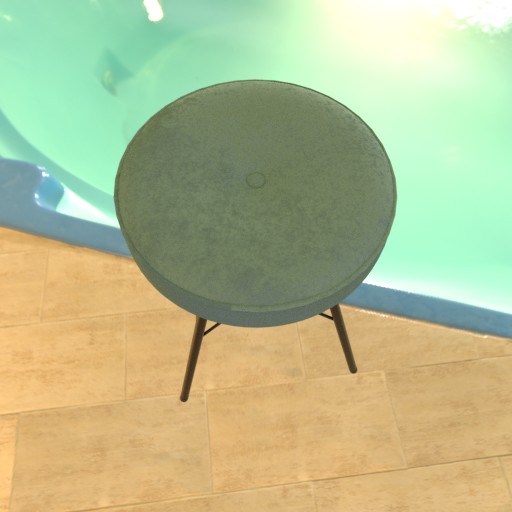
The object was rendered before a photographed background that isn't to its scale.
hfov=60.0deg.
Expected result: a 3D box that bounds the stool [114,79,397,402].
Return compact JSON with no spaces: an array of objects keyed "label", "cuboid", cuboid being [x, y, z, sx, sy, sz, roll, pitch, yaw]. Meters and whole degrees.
[{"label":"stool","cuboid":[0.000,0.000,0.854,0.458,0.519,0.457,-1,63,0]}]
